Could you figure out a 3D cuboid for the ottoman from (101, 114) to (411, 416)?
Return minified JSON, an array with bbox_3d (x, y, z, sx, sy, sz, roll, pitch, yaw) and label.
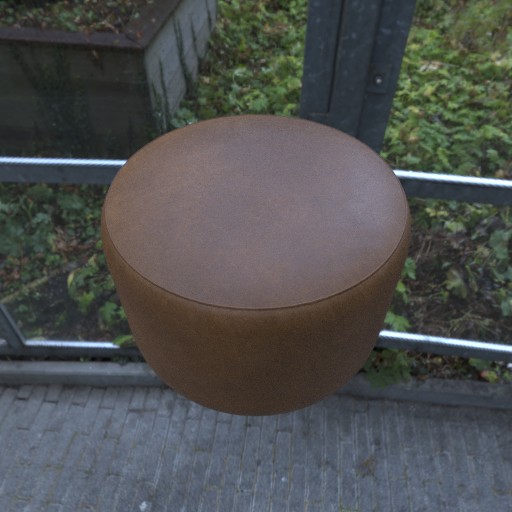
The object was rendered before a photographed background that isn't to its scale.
[{"bbox_3d":[0.000,0.000,0.991,0.607,0.438,0.607,0,47,0],"label":"ottoman"}]
